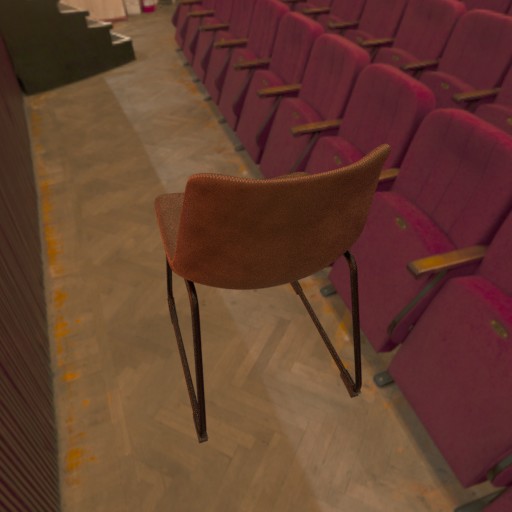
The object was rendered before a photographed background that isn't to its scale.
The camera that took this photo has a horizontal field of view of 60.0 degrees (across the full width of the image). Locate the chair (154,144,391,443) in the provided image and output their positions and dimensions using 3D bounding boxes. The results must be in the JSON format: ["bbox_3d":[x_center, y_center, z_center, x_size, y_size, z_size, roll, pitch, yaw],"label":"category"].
[{"bbox_3d":[0.000,0.000,1.115,0.460,0.780,0.551,-12,42,-13],"label":"chair"}]
